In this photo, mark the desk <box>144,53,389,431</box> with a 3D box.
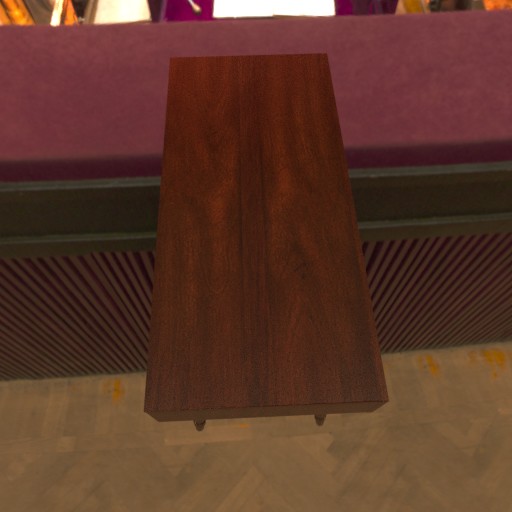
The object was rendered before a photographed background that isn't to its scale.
[{"bbox_3d":[0.000,0.000,2.149,0.734,1.031,1.577,-2,62,-1],"label":"desk"}]
